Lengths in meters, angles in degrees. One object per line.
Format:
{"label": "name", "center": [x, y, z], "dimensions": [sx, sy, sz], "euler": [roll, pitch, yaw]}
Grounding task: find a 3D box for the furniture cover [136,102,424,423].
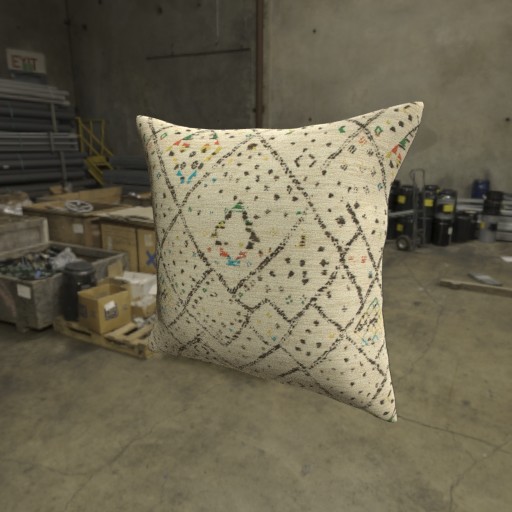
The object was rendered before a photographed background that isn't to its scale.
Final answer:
{"label": "furniture cover", "center": [0.000, 0.000, 0.784], "dimensions": [0.525, 0.498, 0.180], "euler": [8, 17, 27]}
